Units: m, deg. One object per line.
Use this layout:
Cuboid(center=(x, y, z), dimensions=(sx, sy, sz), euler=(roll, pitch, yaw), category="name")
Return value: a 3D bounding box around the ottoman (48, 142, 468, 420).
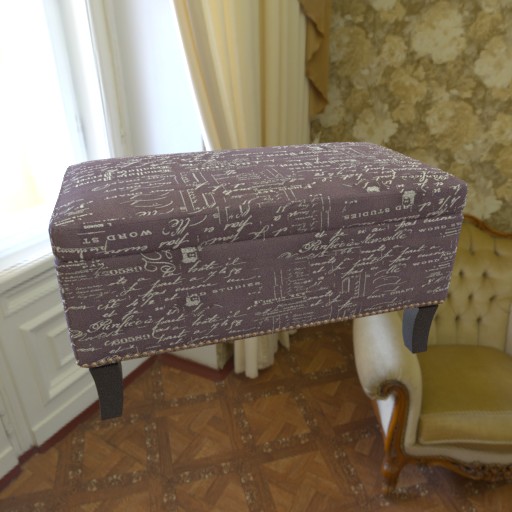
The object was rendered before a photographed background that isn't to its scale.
Cuboid(center=(0.000, 0.000, 1.048), dimensions=(0.813, 0.457, 0.406), euler=(-8, 27, -15), category="ottoman")
